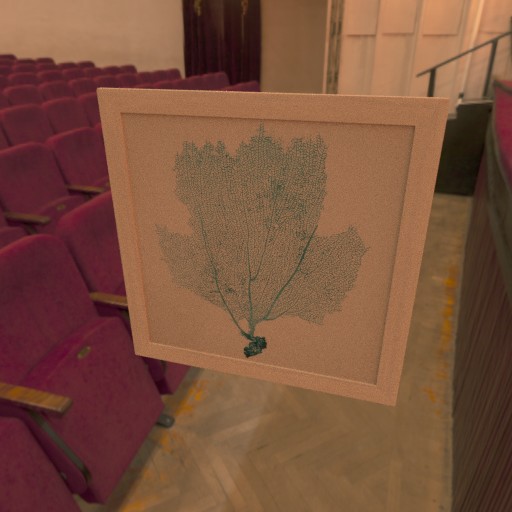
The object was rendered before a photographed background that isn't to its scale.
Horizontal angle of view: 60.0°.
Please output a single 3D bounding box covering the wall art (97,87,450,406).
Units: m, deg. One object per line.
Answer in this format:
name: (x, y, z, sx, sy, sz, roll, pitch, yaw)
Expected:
wall art: (0.000, 0.000, 0.840, 0.584, 0.584, 0.013, 7, 27, 15)
